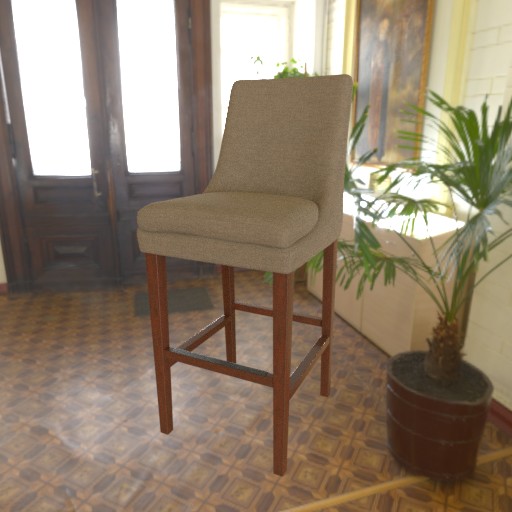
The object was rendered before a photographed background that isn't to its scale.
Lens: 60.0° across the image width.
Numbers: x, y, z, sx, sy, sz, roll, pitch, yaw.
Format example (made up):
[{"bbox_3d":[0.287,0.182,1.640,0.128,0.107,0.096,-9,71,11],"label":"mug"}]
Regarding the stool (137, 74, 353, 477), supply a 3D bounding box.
[{"bbox_3d":[0.000,0.000,1.375,0.470,1.078,0.577,8,18,25],"label":"stool"}]
